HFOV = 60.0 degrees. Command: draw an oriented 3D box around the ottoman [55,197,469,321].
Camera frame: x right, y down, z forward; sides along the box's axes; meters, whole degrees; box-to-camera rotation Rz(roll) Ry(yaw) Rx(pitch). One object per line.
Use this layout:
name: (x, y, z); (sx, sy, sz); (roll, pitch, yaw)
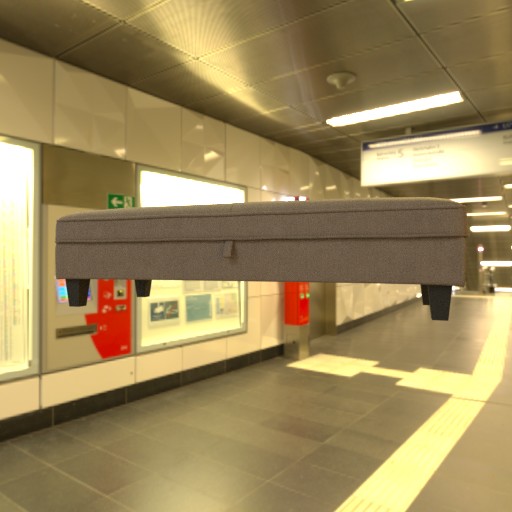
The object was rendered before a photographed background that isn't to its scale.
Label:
ottoman: (0.000, 0.000, 2.098); (1.764, 0.470, 0.751); (0, -1, 18)
